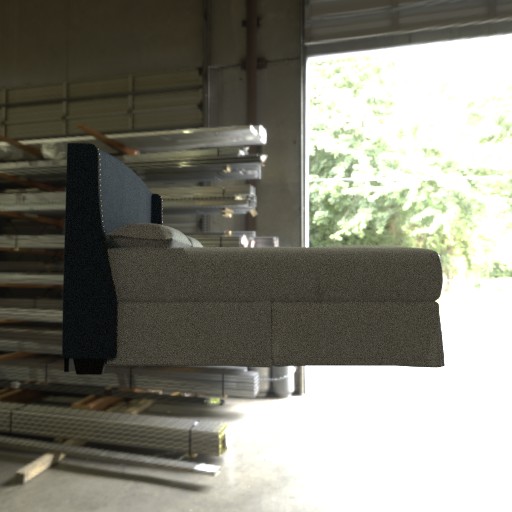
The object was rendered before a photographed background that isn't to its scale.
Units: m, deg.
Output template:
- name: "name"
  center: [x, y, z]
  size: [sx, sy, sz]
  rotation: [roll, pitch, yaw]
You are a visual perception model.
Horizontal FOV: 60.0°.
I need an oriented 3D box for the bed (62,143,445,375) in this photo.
- name: "bed"
  center: [0.000, 0.000, 3.372]
  size: [2.237, 1.407, 1.710]
  rotation: [0, -2, 0]
